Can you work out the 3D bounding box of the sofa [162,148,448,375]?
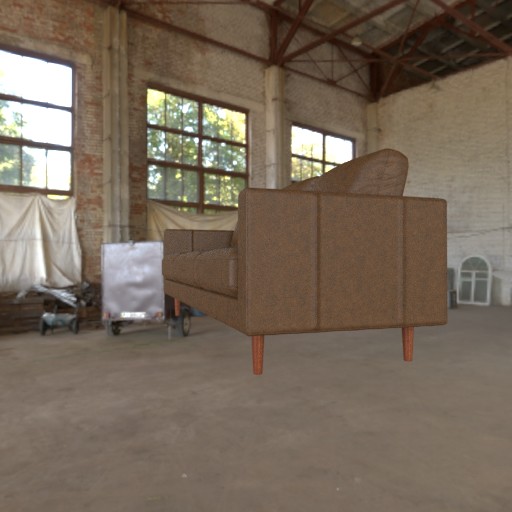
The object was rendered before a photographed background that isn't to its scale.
[{"bbox_3d":[0.000,0.000,2.728,0.903,0.930,2.231,0,-1,-19],"label":"sofa"}]
